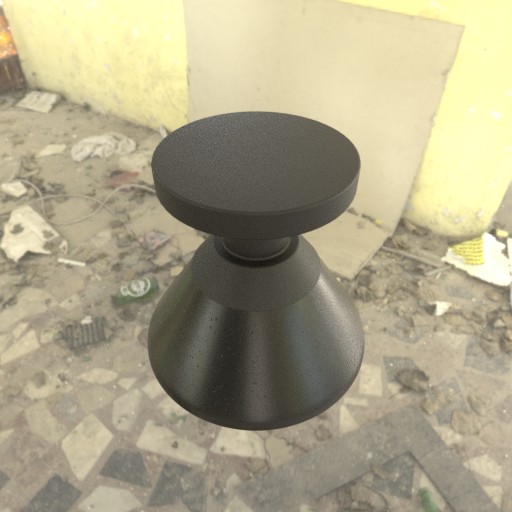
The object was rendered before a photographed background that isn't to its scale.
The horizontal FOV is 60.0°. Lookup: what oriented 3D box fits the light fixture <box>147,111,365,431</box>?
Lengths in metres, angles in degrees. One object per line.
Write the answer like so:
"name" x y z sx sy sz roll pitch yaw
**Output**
"light fixture" 0.000 0.000 0.357 0.200 0.183 0.200 0 41 0
